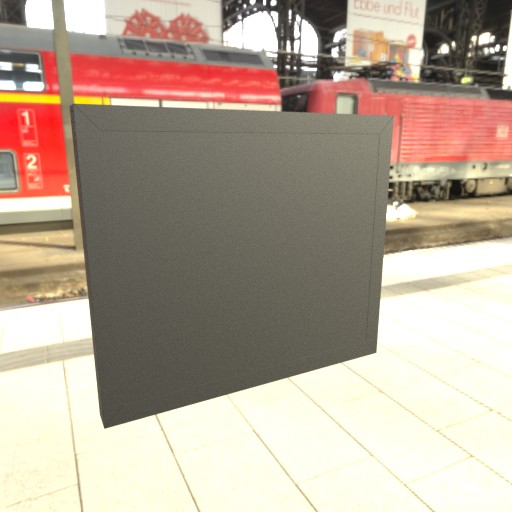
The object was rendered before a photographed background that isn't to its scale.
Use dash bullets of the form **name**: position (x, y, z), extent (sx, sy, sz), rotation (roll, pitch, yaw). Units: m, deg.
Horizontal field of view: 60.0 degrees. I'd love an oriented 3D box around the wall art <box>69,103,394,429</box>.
- **wall art**: position (0.000, 0.000, 0.531), extent (0.381, 0.330, 0.029), rotation (-7, 16, -27)
